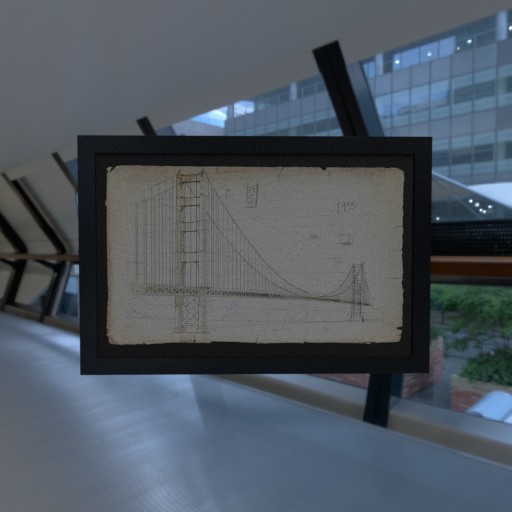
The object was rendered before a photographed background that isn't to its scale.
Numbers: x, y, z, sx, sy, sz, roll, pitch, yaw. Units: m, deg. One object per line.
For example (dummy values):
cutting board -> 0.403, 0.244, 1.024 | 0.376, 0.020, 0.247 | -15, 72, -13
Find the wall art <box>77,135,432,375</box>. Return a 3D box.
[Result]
wall art -> 0.000, 0.000, 0.837 | 0.660, 0.447, 0.013 | 0, 2, -1
